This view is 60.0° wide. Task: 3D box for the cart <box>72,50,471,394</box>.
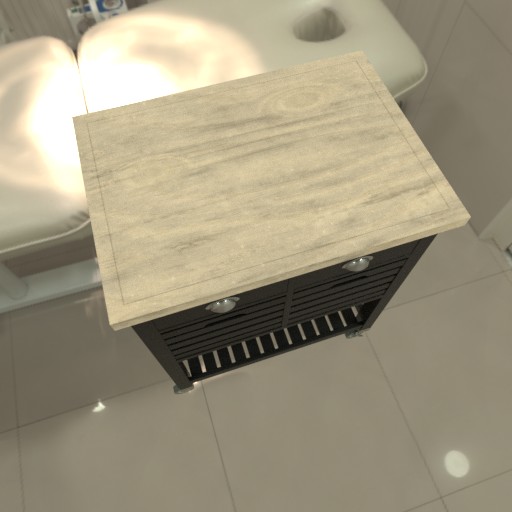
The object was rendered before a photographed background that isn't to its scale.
[{"bbox_3d":[0.000,0.000,1.436,0.797,0.920,0.567,-16,64,-8],"label":"cart"}]
